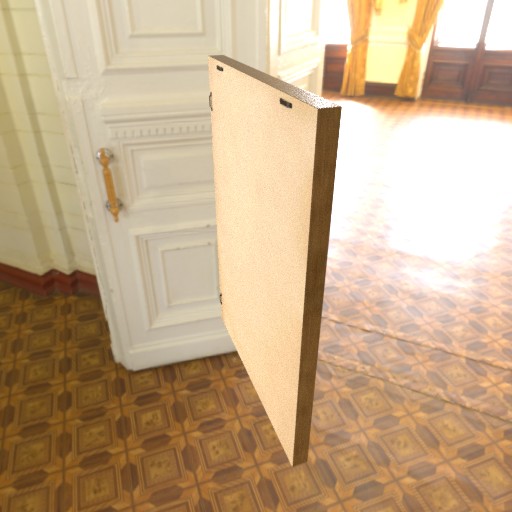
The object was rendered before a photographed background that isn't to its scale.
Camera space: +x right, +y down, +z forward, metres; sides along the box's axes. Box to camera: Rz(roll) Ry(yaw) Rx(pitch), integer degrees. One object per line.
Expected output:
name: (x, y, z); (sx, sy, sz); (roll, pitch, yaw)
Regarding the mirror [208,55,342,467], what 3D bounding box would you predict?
mirror: (0.000, 0.000, 0.925); (0.039, 0.711, 0.508); (-11, 33, -17)
